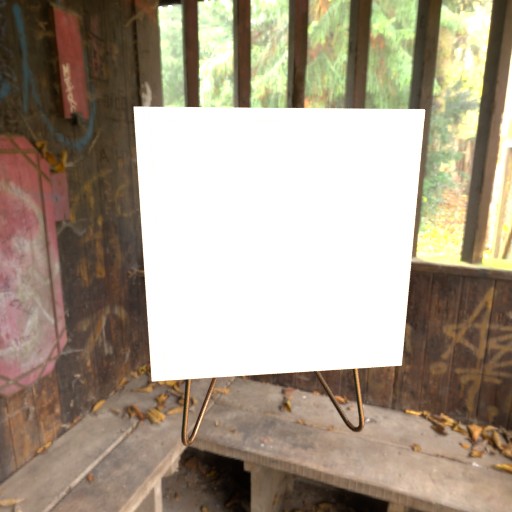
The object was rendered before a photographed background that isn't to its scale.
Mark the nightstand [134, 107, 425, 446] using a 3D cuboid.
[{"bbox_3d":[0.000,0.000,1.017,0.447,0.604,0.614,-2,15,-7],"label":"nightstand"}]
